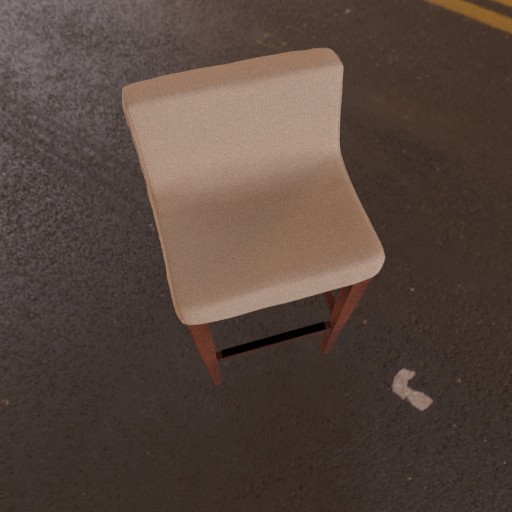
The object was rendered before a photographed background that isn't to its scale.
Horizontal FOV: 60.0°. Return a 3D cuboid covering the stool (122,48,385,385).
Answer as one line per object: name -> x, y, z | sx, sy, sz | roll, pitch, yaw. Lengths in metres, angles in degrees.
stool -> 0.000, 0.000, 1.353 | 0.511, 1.037, 0.500 | -14, 63, -8
